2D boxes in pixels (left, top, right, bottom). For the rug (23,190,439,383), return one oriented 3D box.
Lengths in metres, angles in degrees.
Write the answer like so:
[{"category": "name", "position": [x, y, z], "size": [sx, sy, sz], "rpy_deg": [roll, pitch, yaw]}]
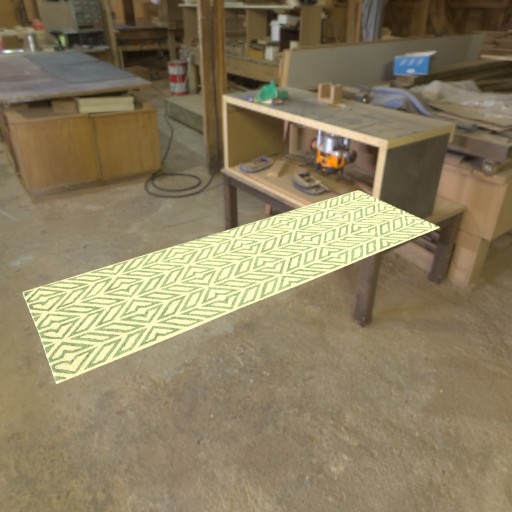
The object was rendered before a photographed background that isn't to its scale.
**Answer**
[{"category": "rug", "position": [0.000, 0.000, 2.629], "size": [2.435, 0.009, 0.750], "rpy_deg": [-19, 36, -28]}]
